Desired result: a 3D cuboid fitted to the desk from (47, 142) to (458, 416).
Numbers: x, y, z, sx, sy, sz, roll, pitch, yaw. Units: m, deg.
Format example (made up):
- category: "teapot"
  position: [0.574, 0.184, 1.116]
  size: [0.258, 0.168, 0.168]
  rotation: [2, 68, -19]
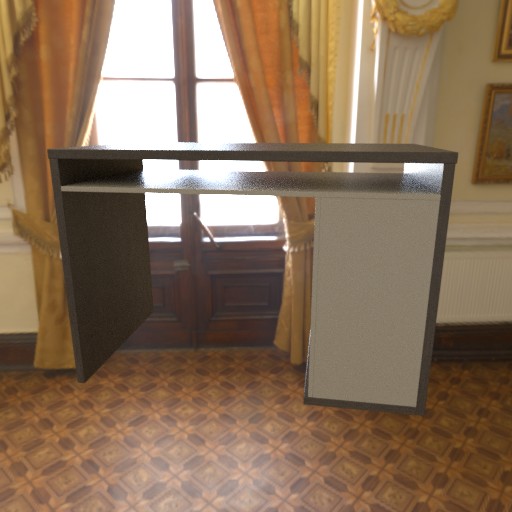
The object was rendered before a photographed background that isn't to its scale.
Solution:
- category: "desk"
  position: [0.000, 0.000, 1.555]
  size: [1.100, 0.750, 0.600]
  rotation: [3, 16, 9]
